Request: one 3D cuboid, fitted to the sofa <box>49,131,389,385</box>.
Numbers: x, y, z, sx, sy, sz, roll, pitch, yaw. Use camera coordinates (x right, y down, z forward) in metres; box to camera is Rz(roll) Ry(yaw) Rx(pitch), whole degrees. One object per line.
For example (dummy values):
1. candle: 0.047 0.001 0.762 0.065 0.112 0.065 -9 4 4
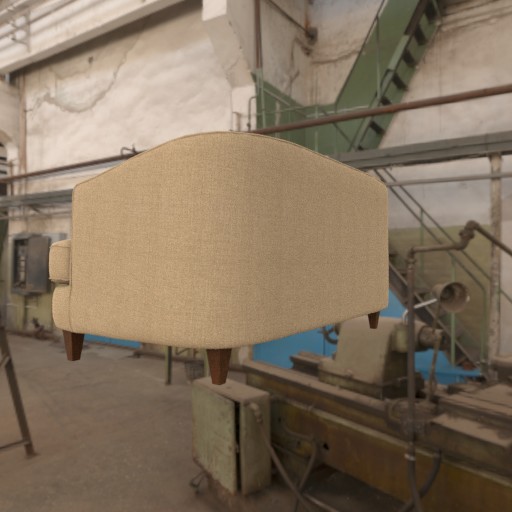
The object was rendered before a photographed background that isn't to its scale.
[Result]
1. sofa: 0.000 0.000 2.255 0.941 0.855 1.733 0 0 35
